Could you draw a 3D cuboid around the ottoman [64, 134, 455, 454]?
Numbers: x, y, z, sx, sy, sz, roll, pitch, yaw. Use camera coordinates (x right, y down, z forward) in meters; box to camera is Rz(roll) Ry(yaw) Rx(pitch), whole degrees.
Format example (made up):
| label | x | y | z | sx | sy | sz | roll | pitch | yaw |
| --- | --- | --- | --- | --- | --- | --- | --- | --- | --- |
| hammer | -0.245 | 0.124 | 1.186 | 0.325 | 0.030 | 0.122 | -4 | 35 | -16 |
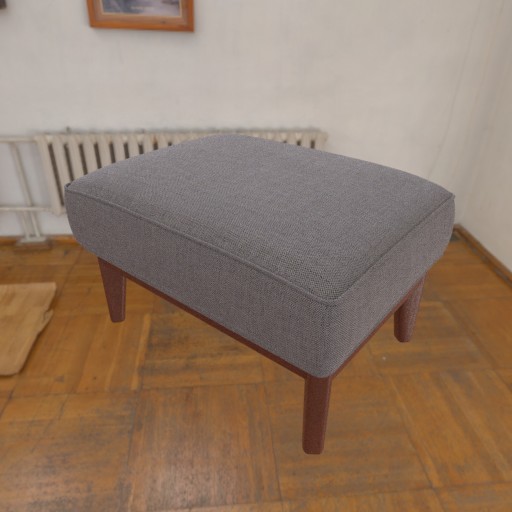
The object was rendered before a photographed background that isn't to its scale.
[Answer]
| label | x | y | z | sx | sy | sz | roll | pitch | yaw |
| --- | --- | --- | --- | --- | --- | --- | --- | --- | --- |
| ottoman | 0.000 | 0.000 | 1.084 | 0.750 | 0.458 | 0.555 | 22 | 37 | 34 |
